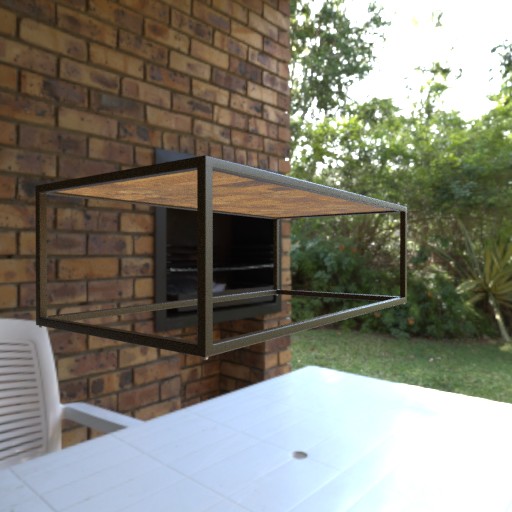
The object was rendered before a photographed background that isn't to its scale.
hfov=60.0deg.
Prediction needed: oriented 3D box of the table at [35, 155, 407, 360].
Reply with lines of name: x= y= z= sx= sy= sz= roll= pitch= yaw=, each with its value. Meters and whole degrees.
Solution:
table: x=0.000 y=0.000 z=1.529 sx=0.649 sy=0.398 sz=1.199 roll=0 pitch=0 yaw=37
